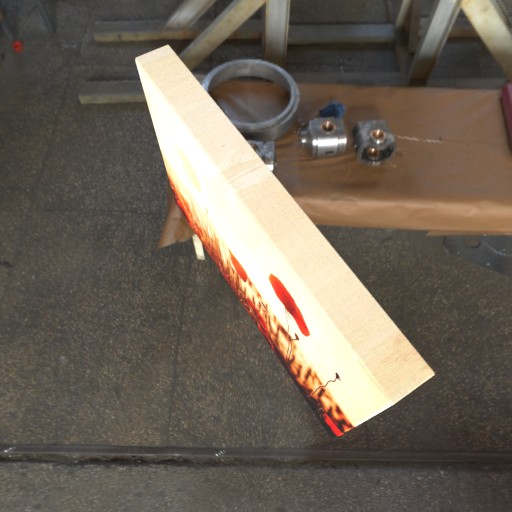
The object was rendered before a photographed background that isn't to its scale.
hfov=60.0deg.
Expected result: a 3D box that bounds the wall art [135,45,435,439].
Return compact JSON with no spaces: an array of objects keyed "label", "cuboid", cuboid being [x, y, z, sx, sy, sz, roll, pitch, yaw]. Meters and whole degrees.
[{"label":"wall art","cuboid":[0.000,0.000,0.472,0.037,0.251,0.383,-29,66,-14]}]
